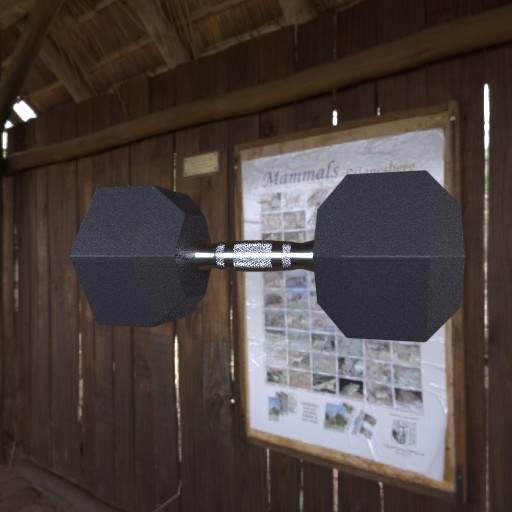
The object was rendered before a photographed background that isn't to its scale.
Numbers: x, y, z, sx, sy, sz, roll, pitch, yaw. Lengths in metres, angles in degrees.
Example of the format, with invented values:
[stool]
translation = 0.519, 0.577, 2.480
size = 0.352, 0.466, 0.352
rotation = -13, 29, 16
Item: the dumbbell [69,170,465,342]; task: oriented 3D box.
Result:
[dumbbell]
translation = 0.000, 0.000, 0.434
size = 0.361, 0.137, 0.157
rotation = 0, 0, 17
